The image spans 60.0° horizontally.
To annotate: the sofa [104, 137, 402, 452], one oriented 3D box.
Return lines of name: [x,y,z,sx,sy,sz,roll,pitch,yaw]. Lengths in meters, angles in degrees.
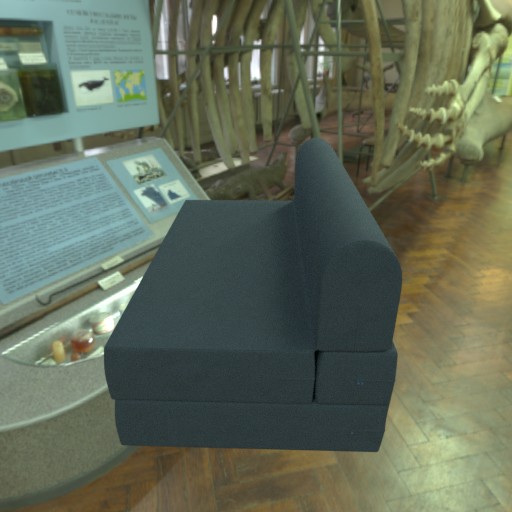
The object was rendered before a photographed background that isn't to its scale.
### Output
sofa: [0.000,0.000,1.671,0.762,0.660,1.219,1,26,2]
